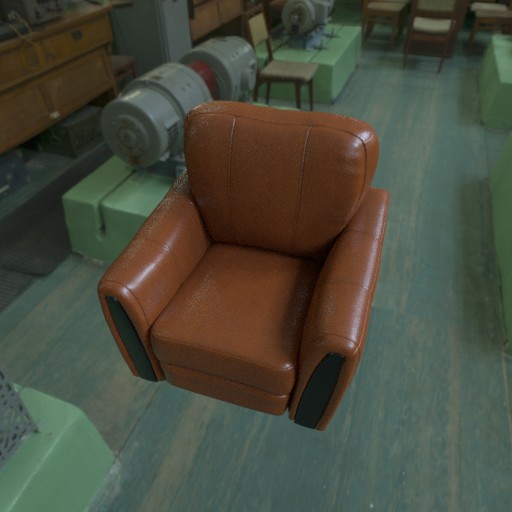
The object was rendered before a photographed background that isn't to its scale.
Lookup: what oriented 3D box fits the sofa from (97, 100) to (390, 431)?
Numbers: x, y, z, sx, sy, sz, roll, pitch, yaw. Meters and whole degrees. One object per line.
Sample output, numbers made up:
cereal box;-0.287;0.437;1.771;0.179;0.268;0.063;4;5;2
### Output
sofa;0.000;0.000;1.559;0.836;0.876;0.789;12;41;14
